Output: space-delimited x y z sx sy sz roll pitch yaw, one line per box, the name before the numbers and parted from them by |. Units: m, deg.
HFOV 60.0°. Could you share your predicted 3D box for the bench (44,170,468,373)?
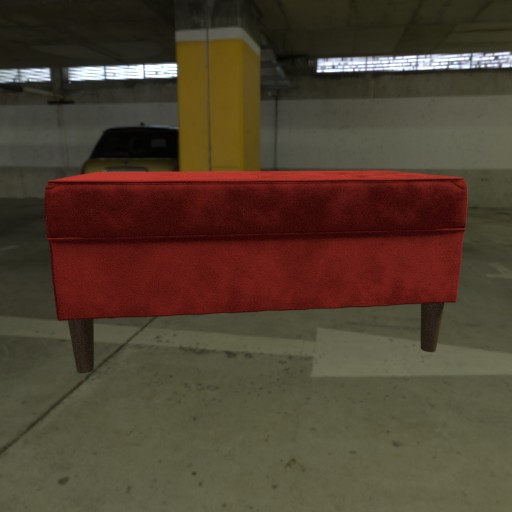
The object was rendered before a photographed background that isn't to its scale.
bench | 0.000 0.000 1.298 1.016 0.471 0.492 -2 13 -7
